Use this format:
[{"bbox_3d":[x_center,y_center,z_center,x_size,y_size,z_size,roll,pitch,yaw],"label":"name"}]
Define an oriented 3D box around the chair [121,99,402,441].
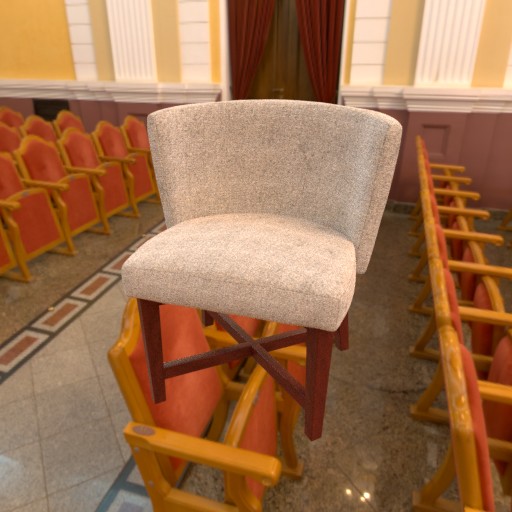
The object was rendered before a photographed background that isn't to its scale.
[{"bbox_3d":[0.000,0.000,1.306,0.728,0.827,0.575,7,26,16],"label":"chair"}]
